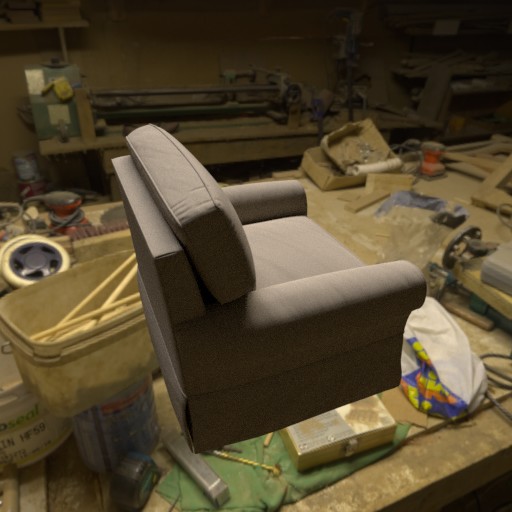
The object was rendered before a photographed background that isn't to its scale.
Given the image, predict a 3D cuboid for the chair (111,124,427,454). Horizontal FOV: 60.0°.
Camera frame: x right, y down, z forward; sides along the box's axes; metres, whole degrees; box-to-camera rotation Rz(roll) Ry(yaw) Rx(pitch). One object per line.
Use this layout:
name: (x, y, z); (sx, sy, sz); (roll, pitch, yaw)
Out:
chair: (0.000, 0.000, 1.908); (0.988, 1.017, 1.135); (-12, 33, -19)
